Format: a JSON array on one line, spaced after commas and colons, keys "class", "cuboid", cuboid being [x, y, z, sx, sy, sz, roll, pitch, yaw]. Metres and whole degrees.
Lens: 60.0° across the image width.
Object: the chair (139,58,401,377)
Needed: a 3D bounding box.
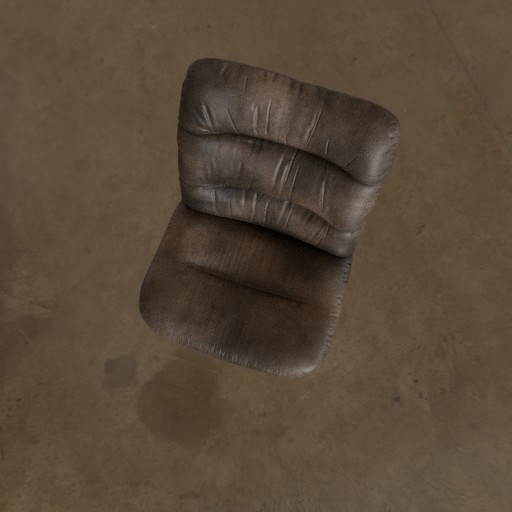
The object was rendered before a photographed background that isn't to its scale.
[{"class": "chair", "cuboid": [0.000, 0.000, 1.293, 0.549, 0.870, 0.622, 17, 74, 5]}]
